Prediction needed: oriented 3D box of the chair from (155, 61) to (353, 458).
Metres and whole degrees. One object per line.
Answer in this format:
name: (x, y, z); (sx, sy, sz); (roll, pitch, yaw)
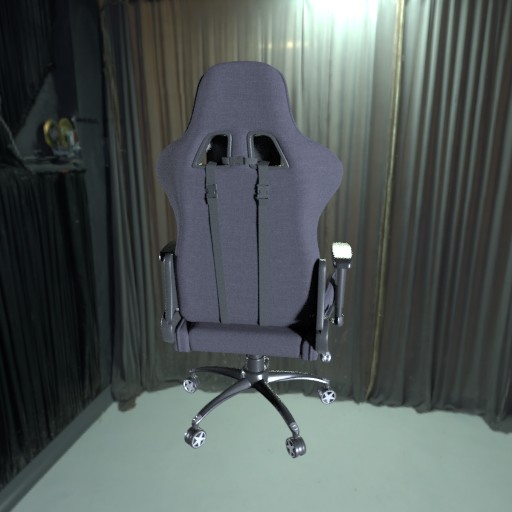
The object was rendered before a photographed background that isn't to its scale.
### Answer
chair: (0.000, 0.000, 1.708); (0.730, 1.300, 0.695); (2, 15, 8)
